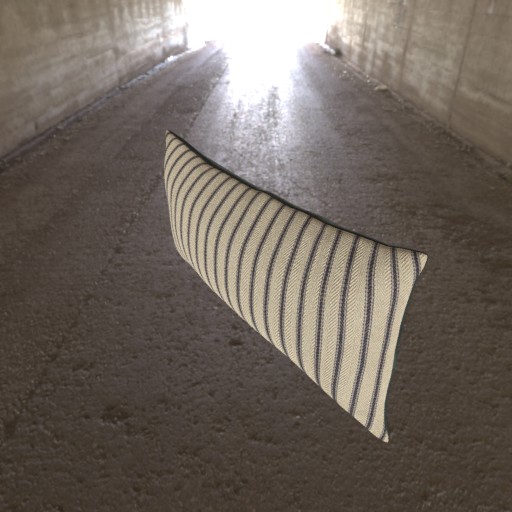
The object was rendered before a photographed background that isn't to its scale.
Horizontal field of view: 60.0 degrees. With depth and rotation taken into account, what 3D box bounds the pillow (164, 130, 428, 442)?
[{"bbox_3d":[0.000,0.000,0.734,0.151,0.305,0.609,-20,36,-29],"label":"pillow"}]
